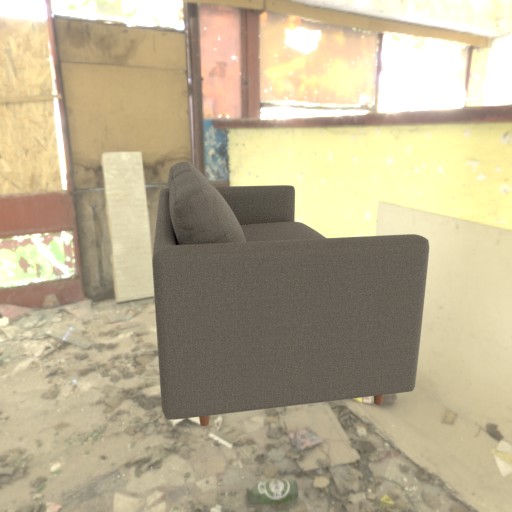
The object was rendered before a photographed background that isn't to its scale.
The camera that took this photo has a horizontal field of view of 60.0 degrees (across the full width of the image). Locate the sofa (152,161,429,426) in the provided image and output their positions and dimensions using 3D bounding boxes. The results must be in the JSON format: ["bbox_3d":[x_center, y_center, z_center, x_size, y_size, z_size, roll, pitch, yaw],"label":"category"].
[{"bbox_3d":[0.000,0.000,2.217,0.940,0.866,1.713,-3,16,-11],"label":"sofa"}]
